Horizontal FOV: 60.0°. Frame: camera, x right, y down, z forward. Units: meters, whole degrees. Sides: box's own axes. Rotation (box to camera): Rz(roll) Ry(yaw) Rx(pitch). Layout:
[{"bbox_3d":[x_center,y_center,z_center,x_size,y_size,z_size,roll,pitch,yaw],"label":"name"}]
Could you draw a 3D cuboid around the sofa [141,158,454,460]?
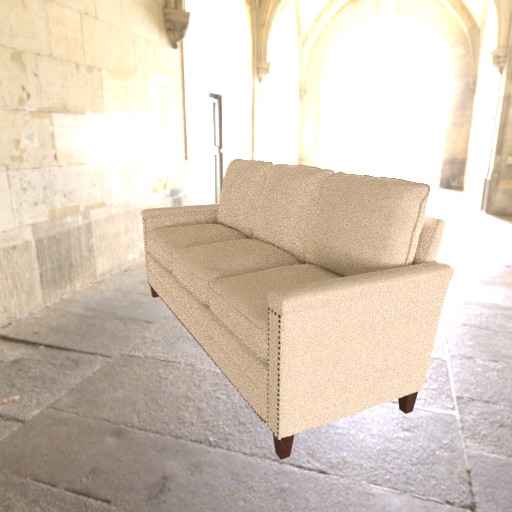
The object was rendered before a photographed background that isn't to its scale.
[{"bbox_3d":[0.000,0.000,2.404,0.828,0.961,1.925,-8,17,-26],"label":"sofa"}]
